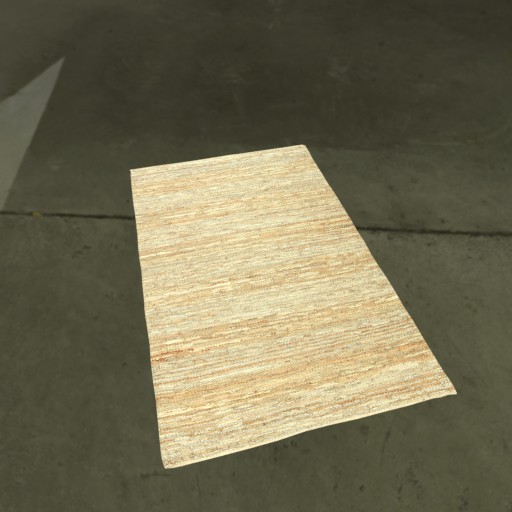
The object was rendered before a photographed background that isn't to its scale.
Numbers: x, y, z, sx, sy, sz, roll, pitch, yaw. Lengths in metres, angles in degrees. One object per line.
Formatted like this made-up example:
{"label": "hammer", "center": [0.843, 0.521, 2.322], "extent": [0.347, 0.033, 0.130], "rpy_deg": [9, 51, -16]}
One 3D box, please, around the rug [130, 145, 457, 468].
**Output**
{"label": "rug", "center": [0.000, 0.000, 2.987], "extent": [1.529, 0.009, 2.446], "rpy_deg": [-11, 47, -10]}
